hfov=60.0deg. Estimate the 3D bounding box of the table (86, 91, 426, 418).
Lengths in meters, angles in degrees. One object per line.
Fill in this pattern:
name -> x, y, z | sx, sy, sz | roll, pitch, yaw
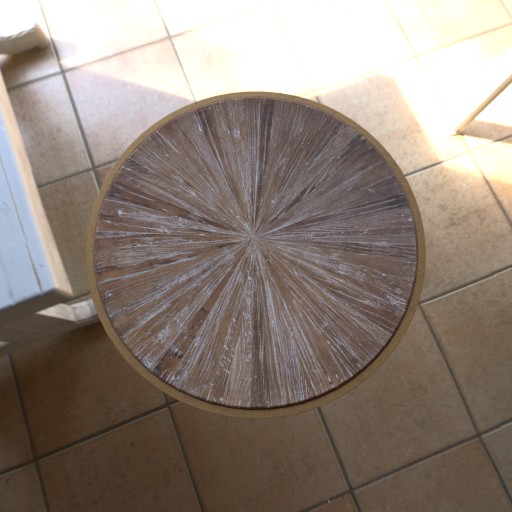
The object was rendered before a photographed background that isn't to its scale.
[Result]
table -> 0.000, 0.000, 1.502 | 1.001, 0.409, 1.001 | 0, 76, 0
